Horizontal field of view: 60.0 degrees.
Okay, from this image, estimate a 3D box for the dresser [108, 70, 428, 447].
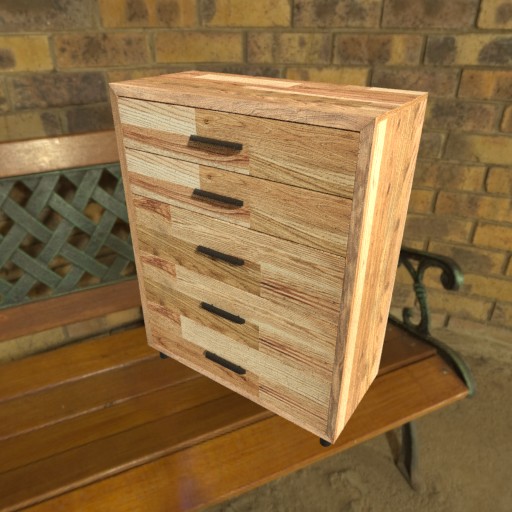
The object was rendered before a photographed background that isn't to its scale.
[{"bbox_3d":[0.000,0.000,1.739,0.966,1.243,0.480,19,34,30],"label":"dresser"}]
